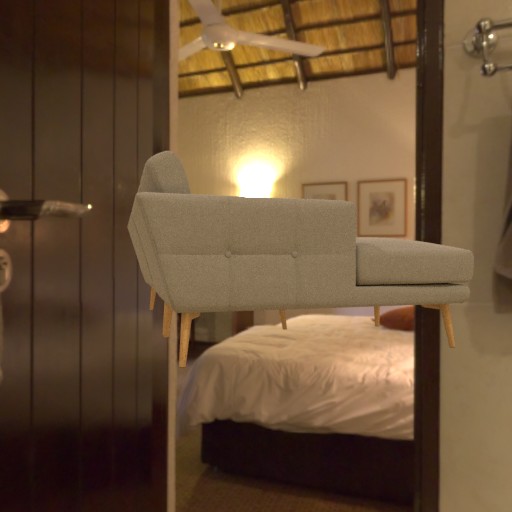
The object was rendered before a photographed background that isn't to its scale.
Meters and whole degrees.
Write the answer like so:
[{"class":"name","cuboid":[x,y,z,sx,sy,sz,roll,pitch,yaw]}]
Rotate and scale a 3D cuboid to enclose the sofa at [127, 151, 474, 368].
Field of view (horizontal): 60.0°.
[{"class":"sofa","cuboid":[0.000,0.000,2.796,1.530,0.860,2.040,0,0,-17]}]
